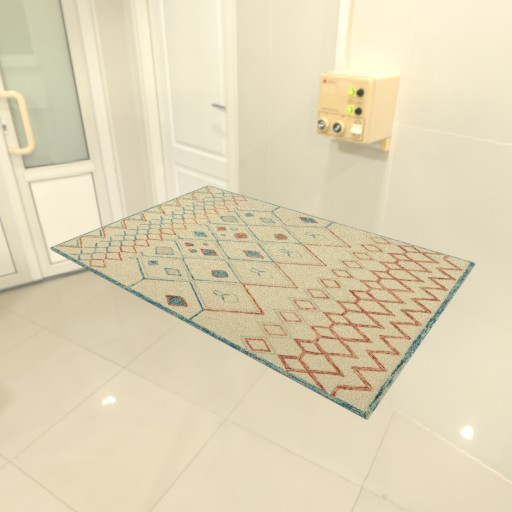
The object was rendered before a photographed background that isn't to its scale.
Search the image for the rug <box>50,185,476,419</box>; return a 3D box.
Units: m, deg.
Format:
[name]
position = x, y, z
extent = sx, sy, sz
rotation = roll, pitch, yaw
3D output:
[rug]
position = 0.000, 0.000, 2.282
extent = 1.829, 0.016, 1.219
rotation = 21, 35, 33
